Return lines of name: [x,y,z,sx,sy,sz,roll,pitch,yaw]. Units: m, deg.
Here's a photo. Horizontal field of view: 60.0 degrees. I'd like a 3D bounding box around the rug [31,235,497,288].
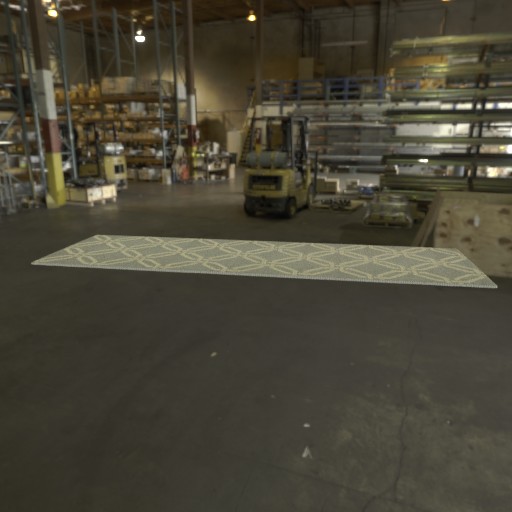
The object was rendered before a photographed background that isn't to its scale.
rug: [0.000,0.000,2.456,2.276,0.014,0.678,3,15,9]
